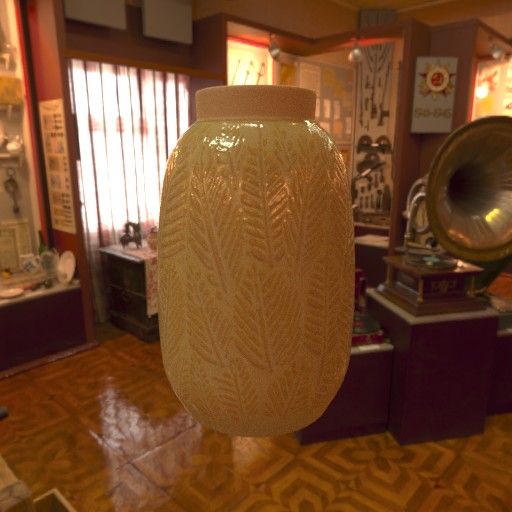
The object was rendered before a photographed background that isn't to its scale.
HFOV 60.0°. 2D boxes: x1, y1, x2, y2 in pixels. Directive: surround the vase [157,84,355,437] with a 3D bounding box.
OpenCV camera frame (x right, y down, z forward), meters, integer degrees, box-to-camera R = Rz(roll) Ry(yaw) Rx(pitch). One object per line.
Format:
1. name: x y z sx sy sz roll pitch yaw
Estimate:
1. vase: 0.000 0.000 0.388 0.172 0.270 0.172 0 13 0
